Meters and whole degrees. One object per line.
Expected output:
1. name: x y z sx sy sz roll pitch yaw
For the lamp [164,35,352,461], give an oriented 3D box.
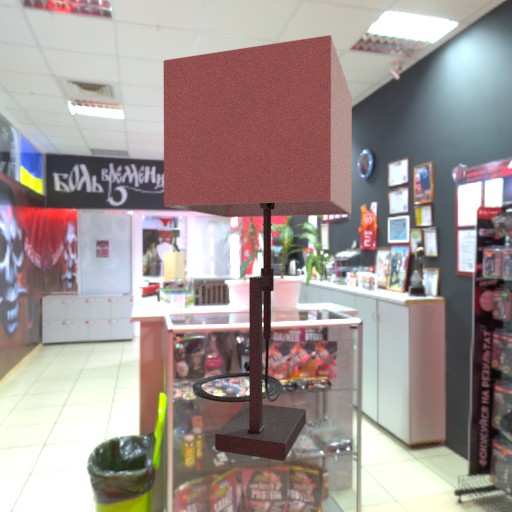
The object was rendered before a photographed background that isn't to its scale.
1. lamp: 0.000 0.000 0.958 0.399 0.660 0.504 0 1 18
